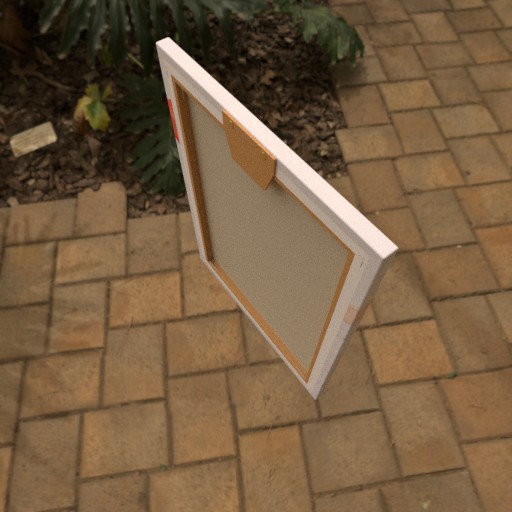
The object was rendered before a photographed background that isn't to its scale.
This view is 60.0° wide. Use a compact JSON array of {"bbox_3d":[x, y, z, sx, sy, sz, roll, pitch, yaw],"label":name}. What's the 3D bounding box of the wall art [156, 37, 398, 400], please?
[{"bbox_3d":[0.000,0.000,1.345,0.045,1.014,0.759,-33,64,-18],"label":"wall art"}]
